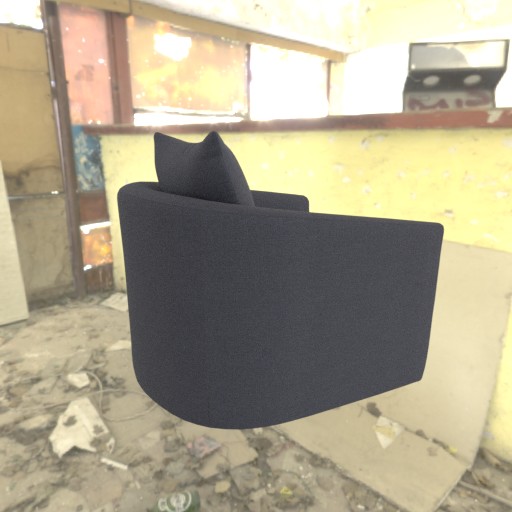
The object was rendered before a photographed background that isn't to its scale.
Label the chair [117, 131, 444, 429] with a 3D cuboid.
[{"bbox_3d":[0.000,0.000,1.570,0.910,0.848,0.845,-7,16,-25],"label":"chair"}]
